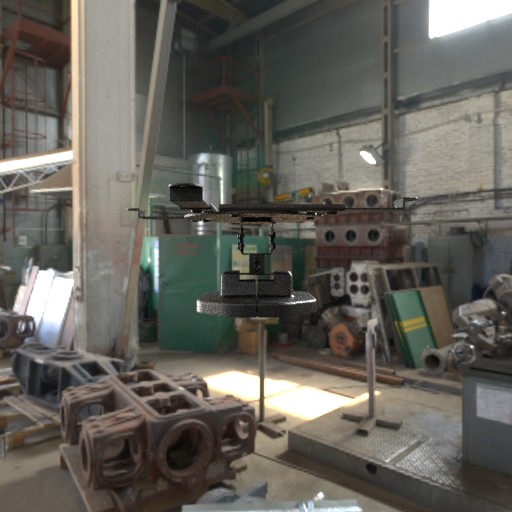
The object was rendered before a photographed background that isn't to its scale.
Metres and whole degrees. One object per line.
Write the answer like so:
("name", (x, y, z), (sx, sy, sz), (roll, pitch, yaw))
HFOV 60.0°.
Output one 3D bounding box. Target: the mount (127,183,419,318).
("mount", (0.000, 0.000, 0.610), (0.394, 0.141, 0.394), (0, 1, 0))
